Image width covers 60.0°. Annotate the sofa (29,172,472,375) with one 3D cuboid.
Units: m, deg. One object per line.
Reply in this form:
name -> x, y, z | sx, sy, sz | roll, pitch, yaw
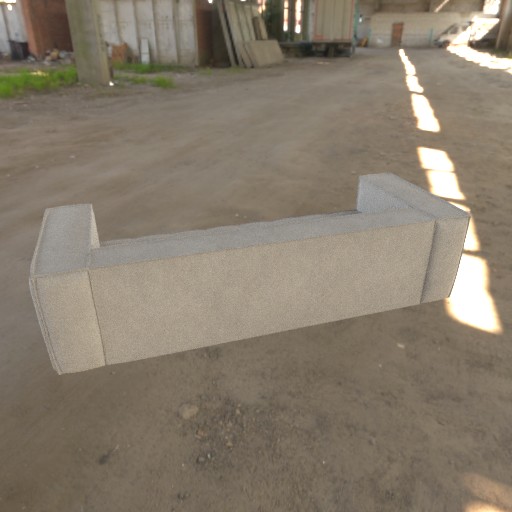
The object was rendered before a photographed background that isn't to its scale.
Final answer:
sofa -> 0.000, 0.000, 3.074 | 2.697, 0.680, 1.038 | -8, 29, -16
